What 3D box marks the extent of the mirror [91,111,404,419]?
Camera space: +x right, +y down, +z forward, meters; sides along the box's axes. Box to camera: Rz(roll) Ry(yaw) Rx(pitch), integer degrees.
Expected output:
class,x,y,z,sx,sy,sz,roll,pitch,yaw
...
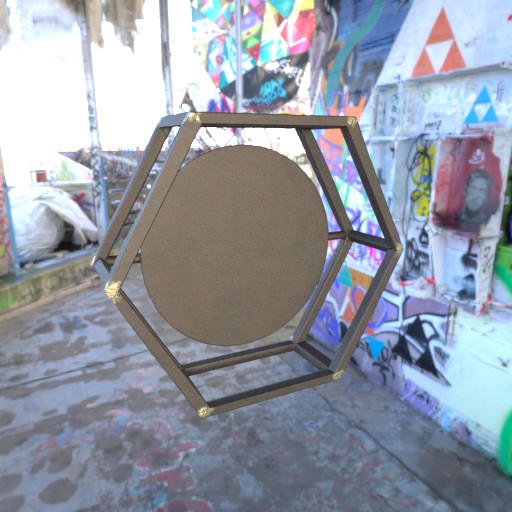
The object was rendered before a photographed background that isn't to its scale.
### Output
class,x,y,z,sx,sy,sz,roll,pitch,yaw
mirror,0.000,0.000,0.556,0.380,0.334,0.119,-7,16,-26
